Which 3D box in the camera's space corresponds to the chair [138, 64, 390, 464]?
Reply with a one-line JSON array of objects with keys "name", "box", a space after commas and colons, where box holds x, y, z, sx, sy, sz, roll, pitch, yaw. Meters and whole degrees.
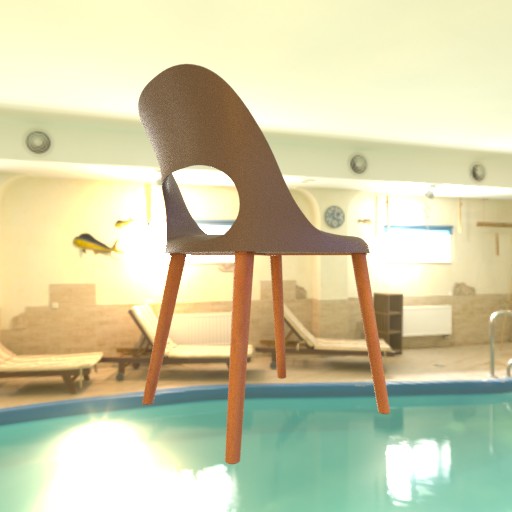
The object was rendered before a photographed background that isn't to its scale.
[{"name": "chair", "box": [0.000, 0.000, 1.144, 0.556, 0.795, 0.470, 0, -1, -36]}]
